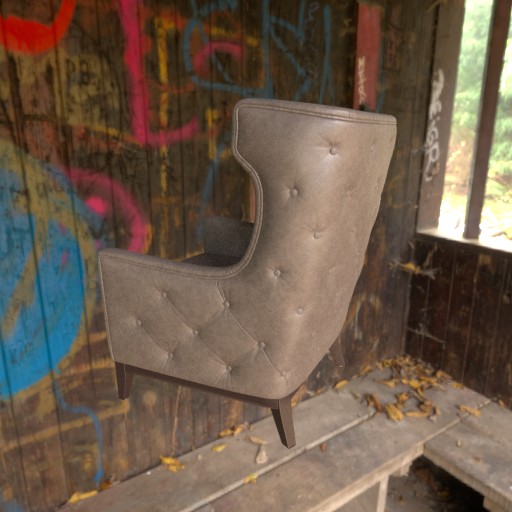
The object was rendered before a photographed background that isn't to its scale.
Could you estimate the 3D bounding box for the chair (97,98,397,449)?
[{"bbox_3d":[0.000,0.000,1.675,0.899,1.079,0.769,8,18,26],"label":"chair"}]
